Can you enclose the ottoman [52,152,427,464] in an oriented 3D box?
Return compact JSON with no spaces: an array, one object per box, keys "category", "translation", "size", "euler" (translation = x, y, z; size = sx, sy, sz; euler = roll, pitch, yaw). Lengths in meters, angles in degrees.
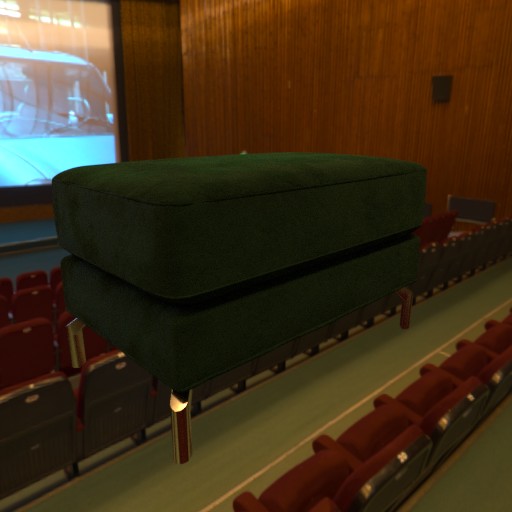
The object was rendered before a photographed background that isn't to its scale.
[{"category":"ottoman","translation":[0.000,0.000,1.208],"size":[0.886,0.533,0.536],"euler":[-15,22,-41]}]
